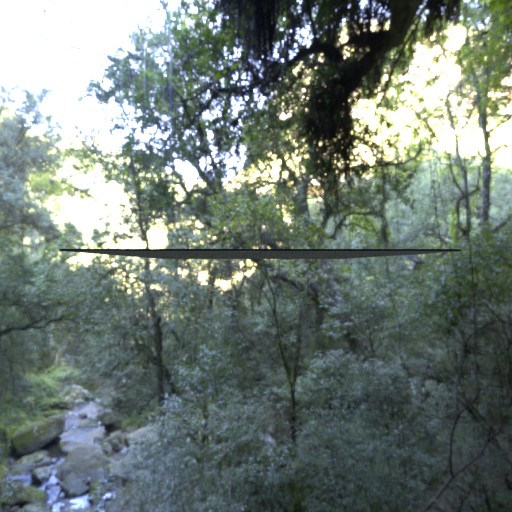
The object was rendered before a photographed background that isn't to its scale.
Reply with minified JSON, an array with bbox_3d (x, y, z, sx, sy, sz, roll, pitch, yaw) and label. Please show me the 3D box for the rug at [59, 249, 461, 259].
[{"bbox_3d":[0.000,0.000,4.337,2.432,0.018,3.342,0,-1,-1],"label":"rug"}]
